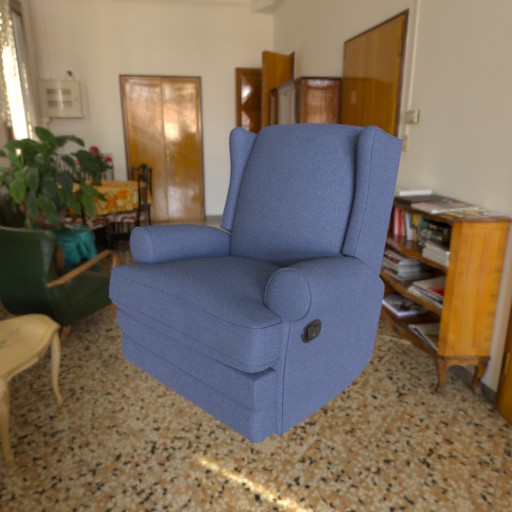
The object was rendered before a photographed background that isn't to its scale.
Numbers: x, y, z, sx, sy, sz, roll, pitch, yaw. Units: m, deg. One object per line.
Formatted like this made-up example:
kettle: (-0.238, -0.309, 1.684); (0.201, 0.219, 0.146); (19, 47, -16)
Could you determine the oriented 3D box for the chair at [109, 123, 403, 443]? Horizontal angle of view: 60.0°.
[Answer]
chair: (0.000, 0.000, 1.761); (0.971, 1.020, 0.877); (15, 21, 42)
